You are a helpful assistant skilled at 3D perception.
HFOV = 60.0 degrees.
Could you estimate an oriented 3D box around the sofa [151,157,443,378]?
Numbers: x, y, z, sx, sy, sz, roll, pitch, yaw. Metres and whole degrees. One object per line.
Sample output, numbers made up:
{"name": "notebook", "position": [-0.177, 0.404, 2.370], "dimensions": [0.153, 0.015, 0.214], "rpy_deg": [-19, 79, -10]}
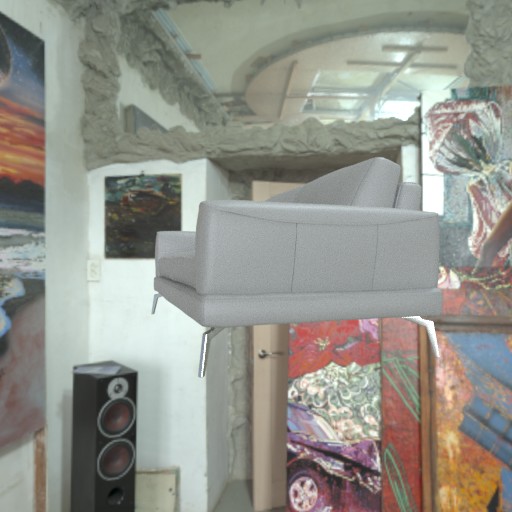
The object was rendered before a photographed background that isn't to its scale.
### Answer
{"name": "sofa", "position": [0.000, 0.000, 2.769], "dimensions": [1.121, 0.930, 2.177], "rpy_deg": [0, -1, -17]}
